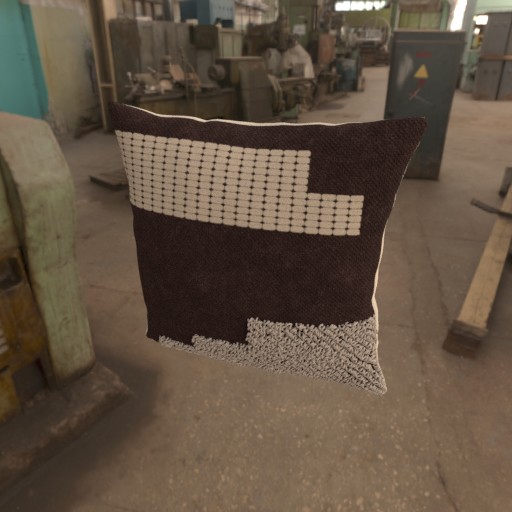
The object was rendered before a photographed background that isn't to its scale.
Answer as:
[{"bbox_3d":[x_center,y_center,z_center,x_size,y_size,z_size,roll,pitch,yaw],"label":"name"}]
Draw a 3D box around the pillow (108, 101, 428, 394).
[{"bbox_3d":[0.000,0.000,0.732,0.475,0.473,0.178,8,27,15],"label":"pillow"}]
